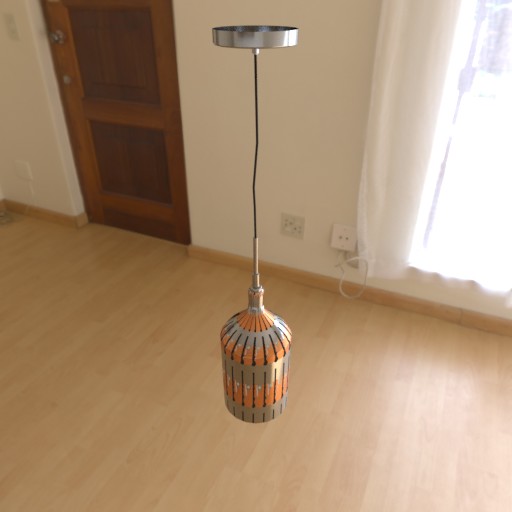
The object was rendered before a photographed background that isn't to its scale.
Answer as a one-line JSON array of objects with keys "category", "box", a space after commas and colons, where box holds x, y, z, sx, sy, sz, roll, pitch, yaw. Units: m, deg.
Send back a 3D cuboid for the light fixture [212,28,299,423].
[{"category": "light fixture", "box": [0.000, 0.000, 1.676, 0.303, 1.535, 0.303, 0, 31, 0]}]
